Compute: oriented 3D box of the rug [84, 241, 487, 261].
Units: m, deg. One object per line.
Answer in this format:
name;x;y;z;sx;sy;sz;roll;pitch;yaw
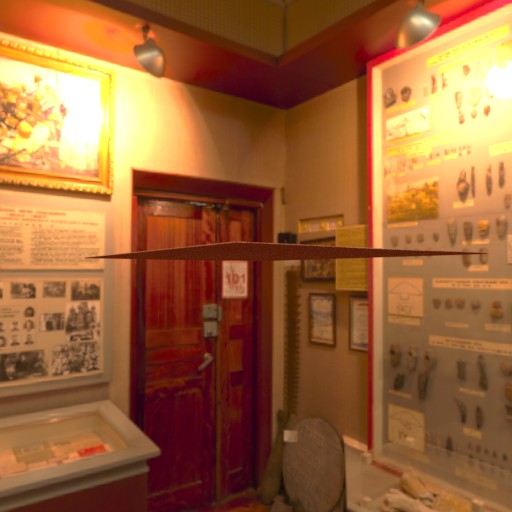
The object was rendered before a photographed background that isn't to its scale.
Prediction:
rug;0.000;0.000;2.791;1.594;0.009;2.112;1;-2;-34
